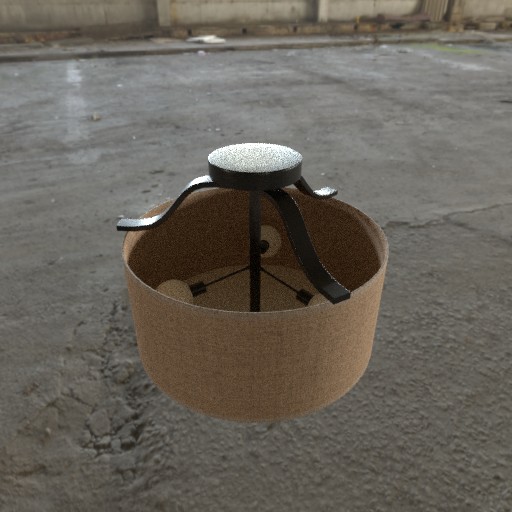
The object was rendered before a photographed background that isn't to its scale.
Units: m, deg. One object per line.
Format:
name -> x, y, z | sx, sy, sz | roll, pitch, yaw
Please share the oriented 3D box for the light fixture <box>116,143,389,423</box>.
light fixture -> 0.000, 0.000, 0.669 | 0.390, 0.306, 0.390 | 0, 31, 0
